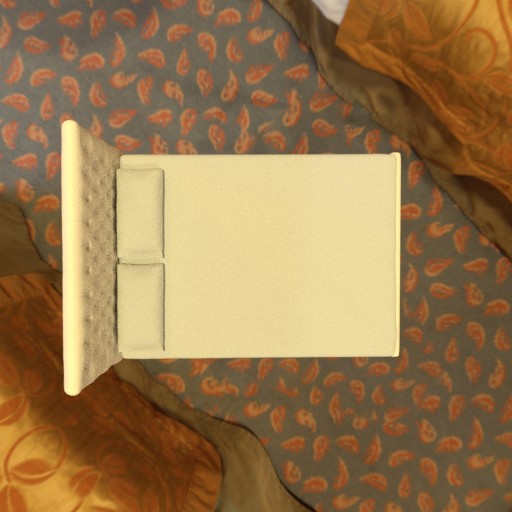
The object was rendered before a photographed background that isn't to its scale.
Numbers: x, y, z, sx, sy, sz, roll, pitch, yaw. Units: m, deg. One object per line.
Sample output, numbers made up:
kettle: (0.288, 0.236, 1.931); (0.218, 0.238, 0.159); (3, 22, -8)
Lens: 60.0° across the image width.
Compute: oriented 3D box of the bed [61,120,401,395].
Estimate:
bed: (0.000, 0.000, 3.391); (2.387, 1.427, 1.698); (0, 91, 0)
